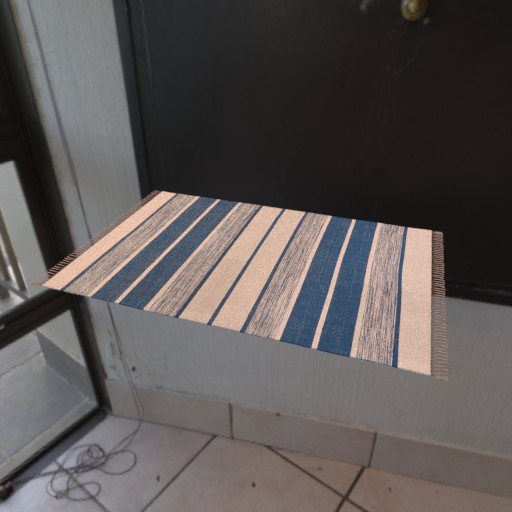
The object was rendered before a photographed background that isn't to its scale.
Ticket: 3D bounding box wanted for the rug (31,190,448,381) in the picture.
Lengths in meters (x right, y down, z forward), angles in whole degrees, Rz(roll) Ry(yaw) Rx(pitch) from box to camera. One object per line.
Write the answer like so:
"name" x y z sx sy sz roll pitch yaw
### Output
"rug" 0.000 0.000 3.041 2.441 0.010 1.532 10 33 16
